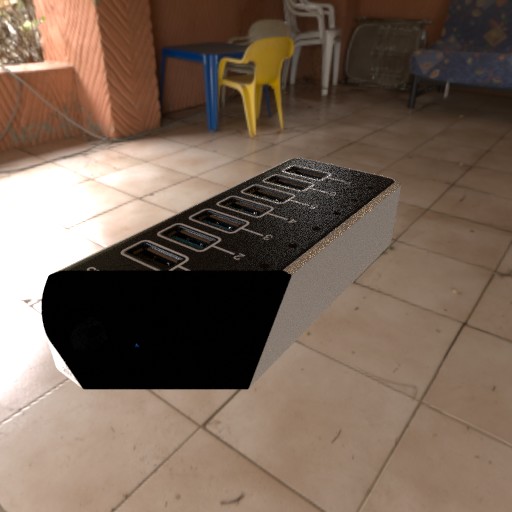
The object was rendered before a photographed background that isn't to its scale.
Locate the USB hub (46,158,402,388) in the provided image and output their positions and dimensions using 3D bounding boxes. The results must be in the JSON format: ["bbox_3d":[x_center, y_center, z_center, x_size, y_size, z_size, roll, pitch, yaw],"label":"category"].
[{"bbox_3d":[0.000,0.000,0.128,0.044,0.023,0.110,21,37,31],"label":"USB hub"}]
